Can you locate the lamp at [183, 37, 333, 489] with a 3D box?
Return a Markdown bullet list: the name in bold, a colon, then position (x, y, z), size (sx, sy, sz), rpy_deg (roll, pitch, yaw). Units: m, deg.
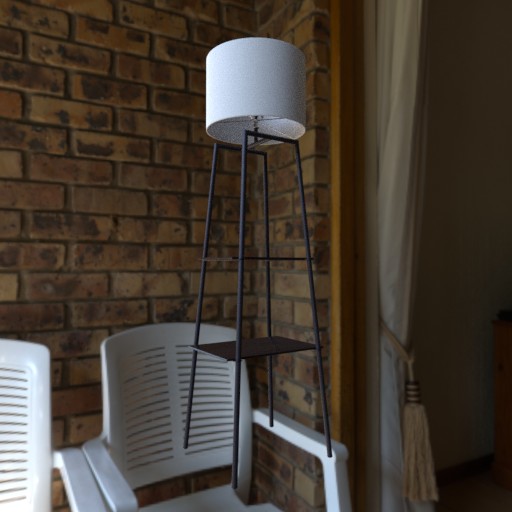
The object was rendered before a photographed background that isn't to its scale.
- **lamp**: position (0.000, 0.000, 1.674), size (0.427, 1.474, 0.384), rpy_deg (1, -1, -34)
